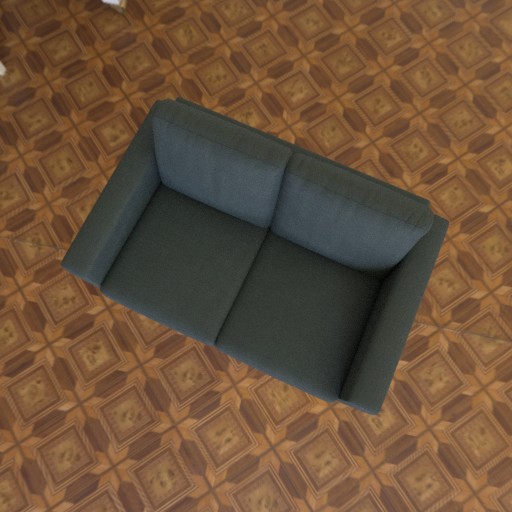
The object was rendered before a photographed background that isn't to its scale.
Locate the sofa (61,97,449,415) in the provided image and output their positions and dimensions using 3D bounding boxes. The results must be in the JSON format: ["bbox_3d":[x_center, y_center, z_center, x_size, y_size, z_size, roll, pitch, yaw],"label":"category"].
[{"bbox_3d":[0.000,0.000,2.125,1.489,0.903,0.955,24,77,6],"label":"sofa"}]
